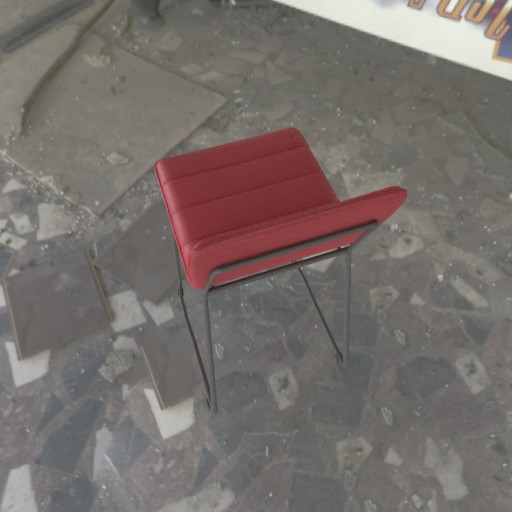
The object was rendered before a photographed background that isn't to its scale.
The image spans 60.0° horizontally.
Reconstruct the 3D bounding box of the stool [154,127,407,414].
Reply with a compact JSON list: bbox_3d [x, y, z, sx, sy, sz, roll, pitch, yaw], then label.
[{"bbox_3d":[0.000,0.000,1.220,0.489,0.937,0.524,-17,59,-10],"label":"stool"}]
